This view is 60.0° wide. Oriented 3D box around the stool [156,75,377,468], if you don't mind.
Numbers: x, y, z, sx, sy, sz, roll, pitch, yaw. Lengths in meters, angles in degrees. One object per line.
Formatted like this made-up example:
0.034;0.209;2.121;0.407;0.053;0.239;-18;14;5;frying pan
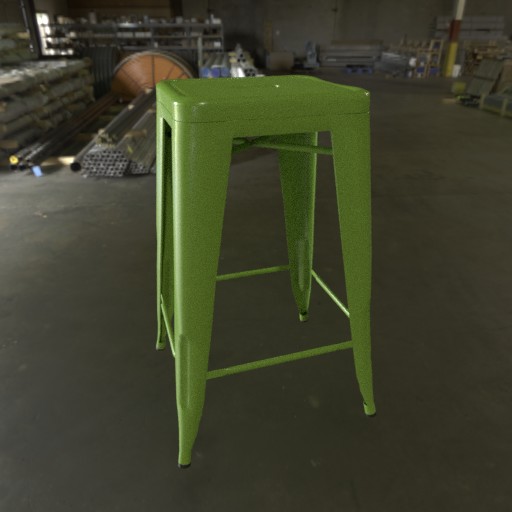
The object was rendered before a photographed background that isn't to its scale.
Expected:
0.000;0.000;0.839;0.398;0.609;0.358;-8;29;-16;stool
